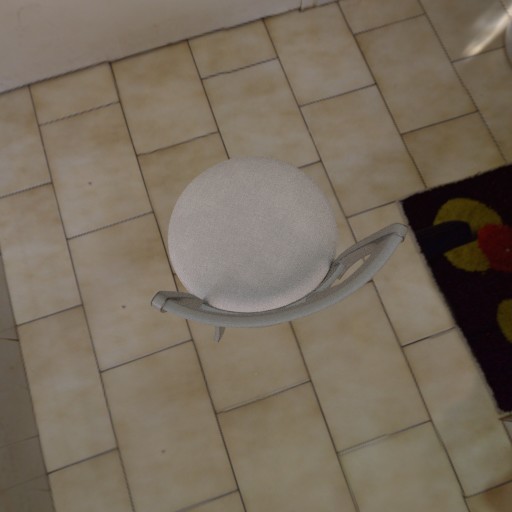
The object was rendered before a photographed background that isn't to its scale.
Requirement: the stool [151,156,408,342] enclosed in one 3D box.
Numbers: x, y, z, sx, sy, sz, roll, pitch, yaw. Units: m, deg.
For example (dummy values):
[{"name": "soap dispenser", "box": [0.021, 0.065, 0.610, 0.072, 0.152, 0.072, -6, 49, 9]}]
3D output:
[{"name": "stool", "box": [0.000, 0.000, 1.244, 0.450, 0.994, 0.486, -16, 76, -4]}]
